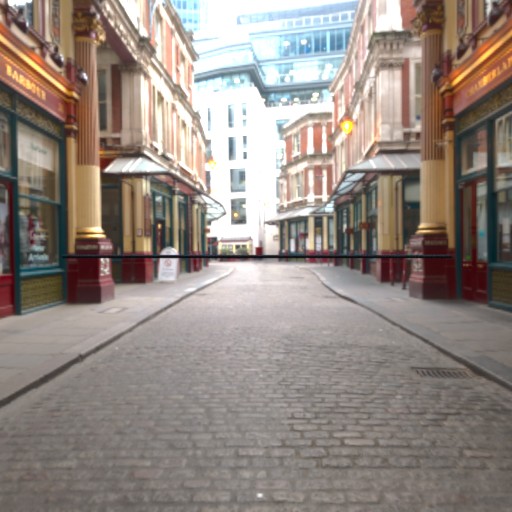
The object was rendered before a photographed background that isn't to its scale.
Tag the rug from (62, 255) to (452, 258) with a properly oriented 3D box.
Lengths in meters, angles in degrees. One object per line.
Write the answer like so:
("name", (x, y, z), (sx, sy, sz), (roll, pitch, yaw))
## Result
("rug", (0.000, 0.000, 2.859), (1.528, 0.014, 2.294), (0, 0, 0))
